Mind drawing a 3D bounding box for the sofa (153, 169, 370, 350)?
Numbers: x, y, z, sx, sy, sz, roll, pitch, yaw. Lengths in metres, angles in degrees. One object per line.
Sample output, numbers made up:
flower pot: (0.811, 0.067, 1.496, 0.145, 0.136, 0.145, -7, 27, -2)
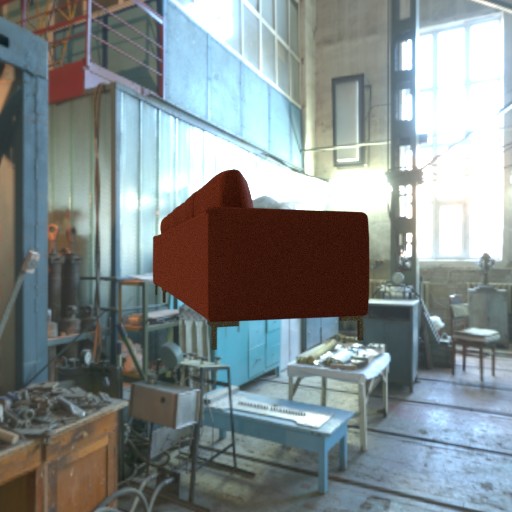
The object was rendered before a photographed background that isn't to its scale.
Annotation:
sofa: (0.000, 0.000, 3.455, 1.350, 0.810, 2.932, 0, 0, -18)
